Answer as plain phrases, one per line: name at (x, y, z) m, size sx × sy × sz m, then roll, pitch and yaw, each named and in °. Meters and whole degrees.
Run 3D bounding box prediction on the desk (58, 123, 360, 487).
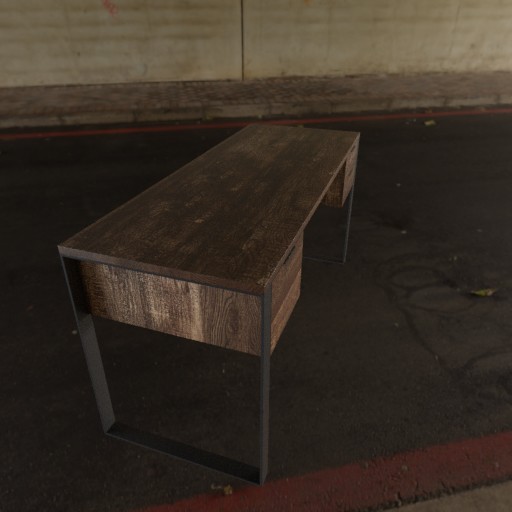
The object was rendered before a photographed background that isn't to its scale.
desk at (0.000, 0.000, 1.930) m, size 0.599 × 0.762 × 1.524 m, roll 10°, pitch 31°, yaw 17°
